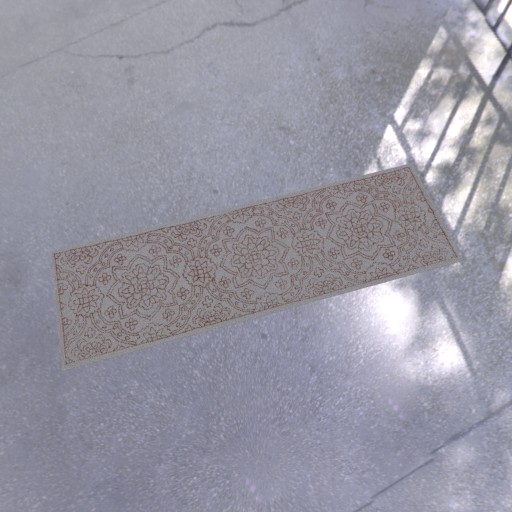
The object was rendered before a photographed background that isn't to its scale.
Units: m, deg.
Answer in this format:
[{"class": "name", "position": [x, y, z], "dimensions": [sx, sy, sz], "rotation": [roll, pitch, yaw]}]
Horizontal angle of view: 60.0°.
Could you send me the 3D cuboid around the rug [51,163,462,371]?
[{"class": "rug", "position": [0.000, 0.000, 2.748], "dimensions": [2.448, 0.012, 0.769], "rotation": [-15, 66, -7]}]
